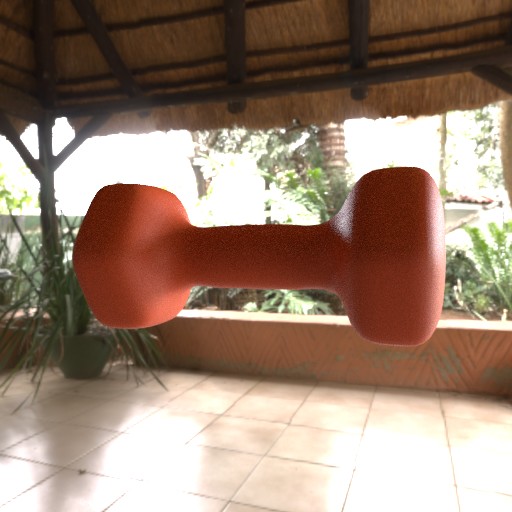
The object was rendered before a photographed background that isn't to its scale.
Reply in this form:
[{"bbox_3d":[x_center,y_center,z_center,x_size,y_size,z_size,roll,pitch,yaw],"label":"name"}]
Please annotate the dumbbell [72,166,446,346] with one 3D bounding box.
[{"bbox_3d":[0.000,0.000,0.207,0.162,0.071,0.079,0,0,19],"label":"dumbbell"}]
